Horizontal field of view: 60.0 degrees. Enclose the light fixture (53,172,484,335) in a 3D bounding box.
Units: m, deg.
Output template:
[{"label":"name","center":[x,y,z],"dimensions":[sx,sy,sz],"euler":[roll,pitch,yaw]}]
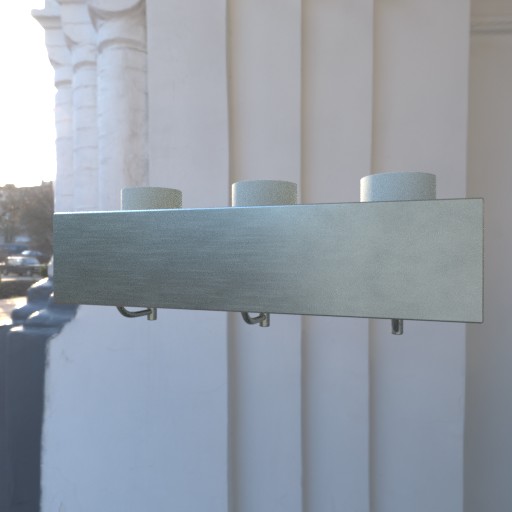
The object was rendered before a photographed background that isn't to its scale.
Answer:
[{"label":"light fixture","center":[0.000,0.000,0.511],"dimensions":[0.451,0.172,0.145],"euler":[0,1,19]}]
